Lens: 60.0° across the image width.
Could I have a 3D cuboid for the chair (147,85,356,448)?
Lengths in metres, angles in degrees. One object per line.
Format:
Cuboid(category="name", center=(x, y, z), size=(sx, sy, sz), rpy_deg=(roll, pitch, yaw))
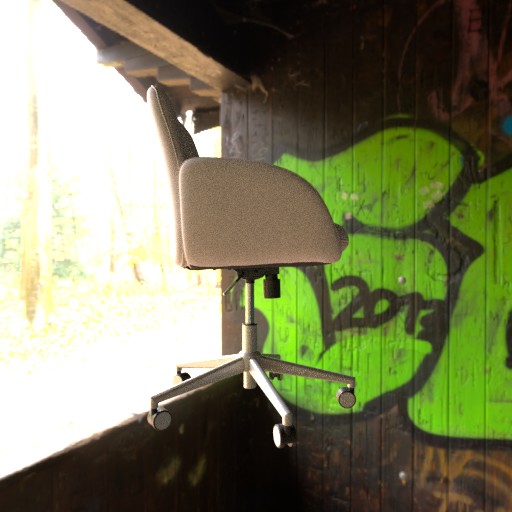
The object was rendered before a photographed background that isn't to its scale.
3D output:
Cuboid(category="chair", center=(0.000, 0.000, 1.410), size=(0.633, 0.959, 0.648), rpy_deg=(0, 1, 0))
